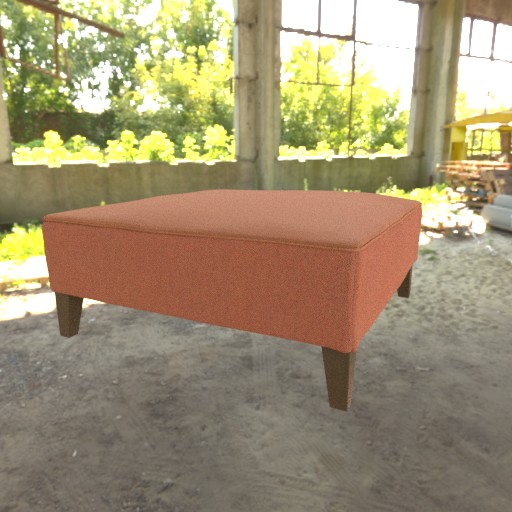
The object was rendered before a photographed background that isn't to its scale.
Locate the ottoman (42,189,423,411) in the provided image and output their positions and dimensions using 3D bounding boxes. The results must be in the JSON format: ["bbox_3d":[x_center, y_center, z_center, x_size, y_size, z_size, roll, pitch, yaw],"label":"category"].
[{"bbox_3d":[0.000,0.000,1.584,0.997,0.438,0.999,7,15,26],"label":"ottoman"}]
